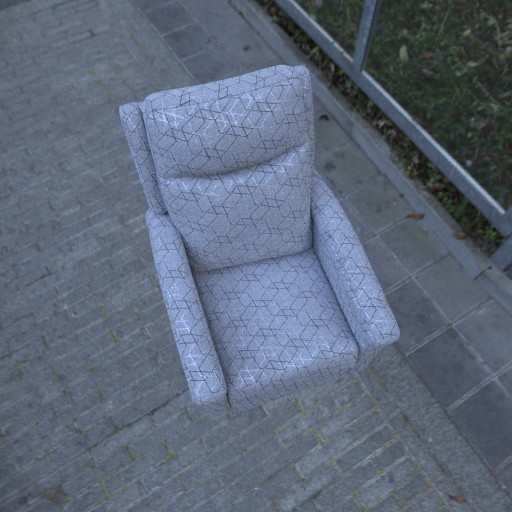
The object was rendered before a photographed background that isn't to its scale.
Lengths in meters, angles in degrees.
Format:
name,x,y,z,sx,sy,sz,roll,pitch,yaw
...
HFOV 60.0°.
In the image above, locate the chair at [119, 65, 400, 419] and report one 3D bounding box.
name,x,y,z,sx,sy,sz,roll,pitch,yaw
chair,0.000,0.000,1.727,0.753,1.048,0.987,-16,63,-8
